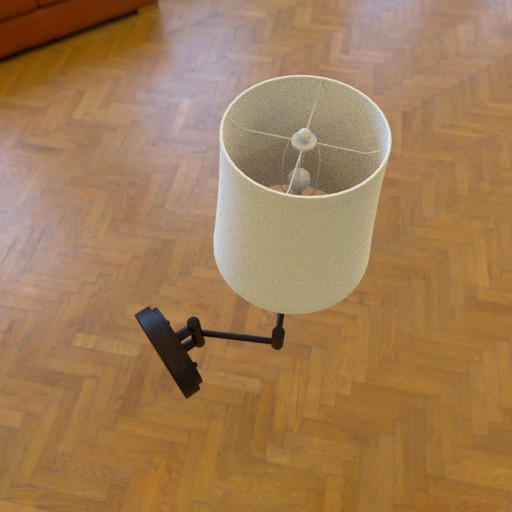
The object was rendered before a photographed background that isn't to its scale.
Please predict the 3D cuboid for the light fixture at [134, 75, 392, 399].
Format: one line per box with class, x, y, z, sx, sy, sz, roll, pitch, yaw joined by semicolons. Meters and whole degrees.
light fixture;0.000;0.000;0.270;0.157;0.172;0.100;-32;64;-17
